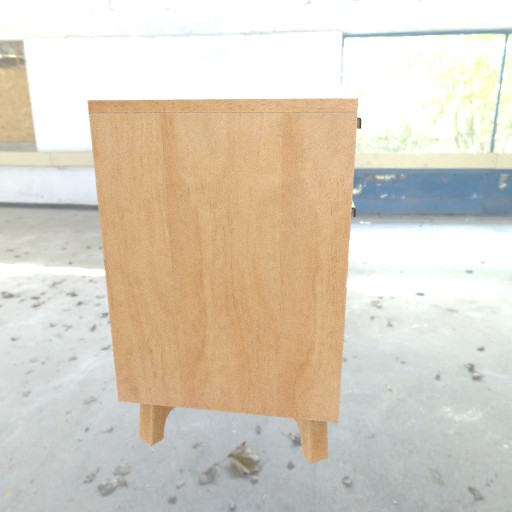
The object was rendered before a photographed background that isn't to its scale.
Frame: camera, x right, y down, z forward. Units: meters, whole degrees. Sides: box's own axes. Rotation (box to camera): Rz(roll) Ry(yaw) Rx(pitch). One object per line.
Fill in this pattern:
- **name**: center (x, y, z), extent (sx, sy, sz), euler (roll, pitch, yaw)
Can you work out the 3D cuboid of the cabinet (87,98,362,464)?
- **cabinet**: center (0.000, 0.000, 0.937), extent (0.394, 0.599, 0.551), euler (3, 17, 8)
